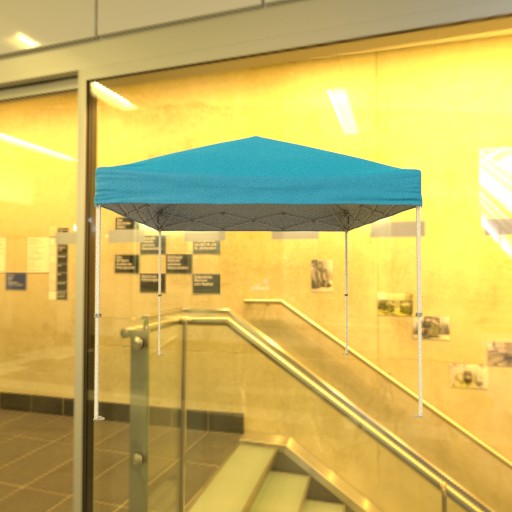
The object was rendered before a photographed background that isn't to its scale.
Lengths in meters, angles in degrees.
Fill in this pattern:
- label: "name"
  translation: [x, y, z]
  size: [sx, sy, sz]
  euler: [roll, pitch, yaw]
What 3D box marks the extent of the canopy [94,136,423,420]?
- label: "canopy"
  translation: [0.000, 0.000, 5.492]
  size: [2.998, 2.997, 2.996]
  euler: [0, -2, -1]
